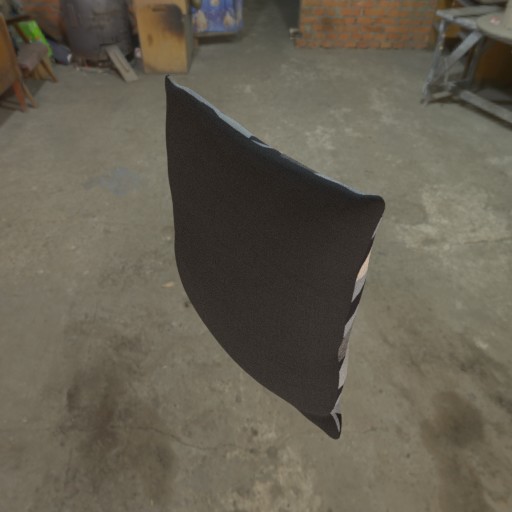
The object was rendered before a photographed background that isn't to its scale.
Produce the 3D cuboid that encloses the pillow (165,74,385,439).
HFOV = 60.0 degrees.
[{"bbox_3d":[0.000,0.000,0.766,0.208,0.496,0.503,-25,47,-26],"label":"pillow"}]
